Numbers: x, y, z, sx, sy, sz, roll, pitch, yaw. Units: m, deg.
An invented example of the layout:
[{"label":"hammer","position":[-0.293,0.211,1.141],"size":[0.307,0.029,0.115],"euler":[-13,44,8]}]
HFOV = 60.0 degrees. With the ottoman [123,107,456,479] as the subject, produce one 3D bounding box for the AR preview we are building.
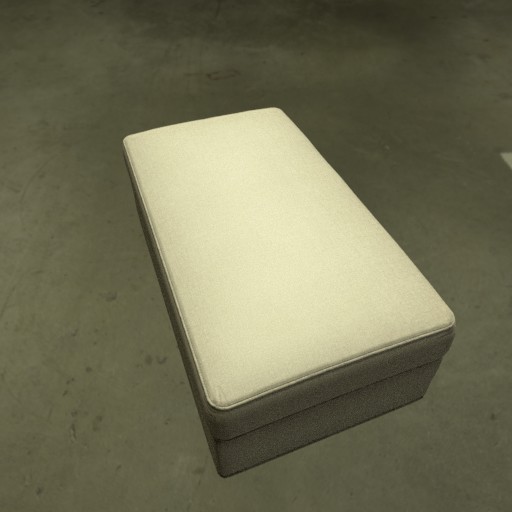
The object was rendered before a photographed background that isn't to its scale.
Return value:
[{"label":"ottoman","position":[0.000,0.000,1.414],"size":[0.617,0.461,1.097],"euler":[-16,49,-14]}]
